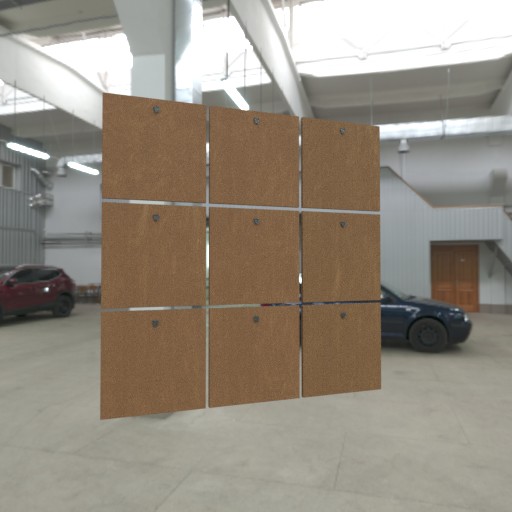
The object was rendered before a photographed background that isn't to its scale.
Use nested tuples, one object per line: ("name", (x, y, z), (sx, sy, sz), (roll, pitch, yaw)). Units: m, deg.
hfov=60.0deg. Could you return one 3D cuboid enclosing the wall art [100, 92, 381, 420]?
("wall art", (0.000, 0.000, 1.389), (0.915, 0.913, 0.018), (0, -1, -19))
